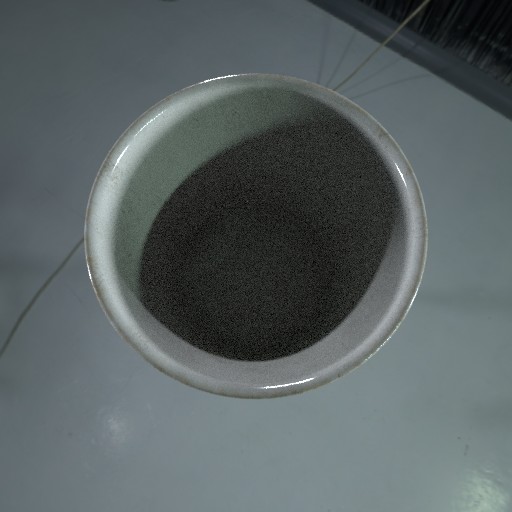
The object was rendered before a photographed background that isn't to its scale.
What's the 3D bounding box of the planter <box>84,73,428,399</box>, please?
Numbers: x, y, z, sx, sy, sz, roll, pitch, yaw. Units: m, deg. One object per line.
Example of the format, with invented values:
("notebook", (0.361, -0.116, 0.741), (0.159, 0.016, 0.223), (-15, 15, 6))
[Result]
("planter", (0.000, 0.000, 0.214), (0.126, 0.104, 0.126), (0, 75, 0))
